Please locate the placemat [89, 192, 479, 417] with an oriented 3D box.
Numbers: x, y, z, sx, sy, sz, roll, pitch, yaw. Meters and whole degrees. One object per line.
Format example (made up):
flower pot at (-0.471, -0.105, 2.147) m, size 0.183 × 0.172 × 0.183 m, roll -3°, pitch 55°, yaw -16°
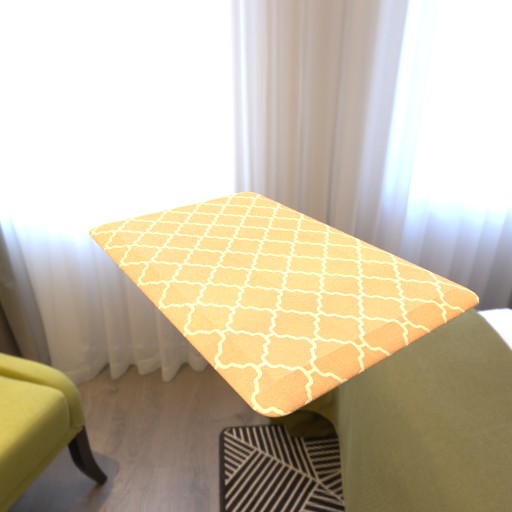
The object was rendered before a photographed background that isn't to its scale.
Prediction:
placemat at (0.000, 0.000, 0.960) m, size 0.508 × 0.021 × 0.762 m, roll -18°, pitch 32°, yaw -31°
